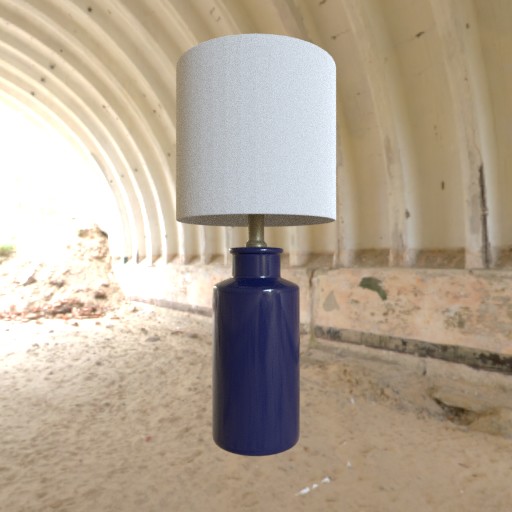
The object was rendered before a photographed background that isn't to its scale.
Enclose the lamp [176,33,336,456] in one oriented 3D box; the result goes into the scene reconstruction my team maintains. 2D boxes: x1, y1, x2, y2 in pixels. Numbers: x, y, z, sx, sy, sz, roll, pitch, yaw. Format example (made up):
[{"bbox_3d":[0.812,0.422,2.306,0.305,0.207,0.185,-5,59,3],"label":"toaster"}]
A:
[{"bbox_3d":[0.000,0.000,0.596,0.212,0.493,0.212,0,0,18],"label":"lamp"}]
